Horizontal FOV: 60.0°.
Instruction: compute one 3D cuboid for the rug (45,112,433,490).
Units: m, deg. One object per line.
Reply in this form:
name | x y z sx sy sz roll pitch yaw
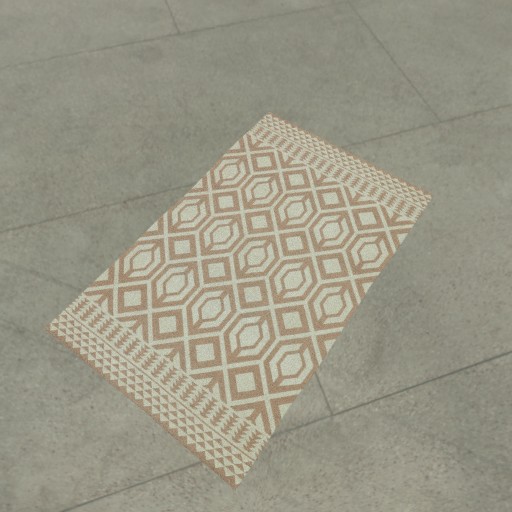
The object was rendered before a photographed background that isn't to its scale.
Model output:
rug | 0.000 0.000 3.057 1.526 0.011 2.435 32 65 18
